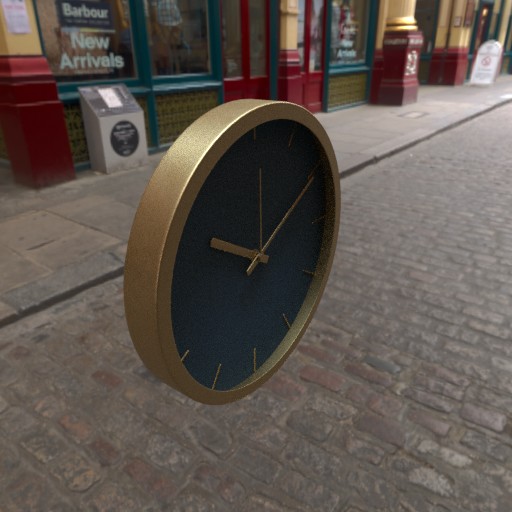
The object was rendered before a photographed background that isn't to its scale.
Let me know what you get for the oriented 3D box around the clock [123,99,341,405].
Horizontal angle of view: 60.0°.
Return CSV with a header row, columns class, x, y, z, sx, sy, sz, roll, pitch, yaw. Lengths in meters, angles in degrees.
class,x,y,z,sx,sy,sz,roll,pitch,yaw
clock,0.000,0.000,0.472,0.040,0.314,0.314,17,30,33
